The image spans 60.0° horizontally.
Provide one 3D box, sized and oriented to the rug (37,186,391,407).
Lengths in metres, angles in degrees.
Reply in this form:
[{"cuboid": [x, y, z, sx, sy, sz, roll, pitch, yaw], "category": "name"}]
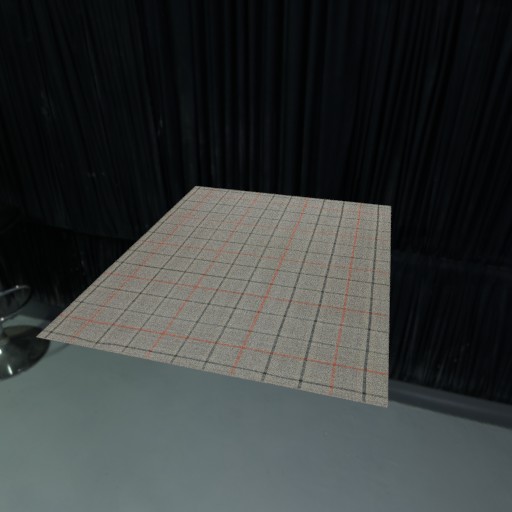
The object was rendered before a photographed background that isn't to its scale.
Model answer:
[{"cuboid": [0.000, 0.000, 4.175, 2.444, 0.012, 3.048, 8, 31, 13], "category": "rug"}]
